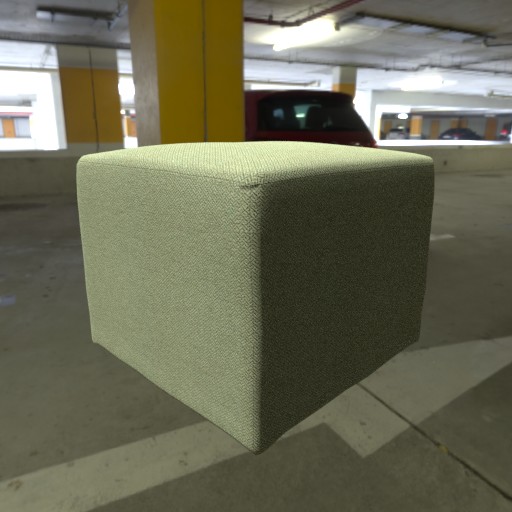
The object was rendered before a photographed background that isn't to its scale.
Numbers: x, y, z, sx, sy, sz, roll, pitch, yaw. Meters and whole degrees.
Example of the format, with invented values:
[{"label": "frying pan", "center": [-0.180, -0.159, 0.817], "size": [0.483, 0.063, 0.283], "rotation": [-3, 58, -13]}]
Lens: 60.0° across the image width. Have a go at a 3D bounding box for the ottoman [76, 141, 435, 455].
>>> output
[{"label": "ottoman", "center": [0.000, 0.000, 0.910], "size": [0.512, 0.453, 0.521], "rotation": [15, 21, 43]}]
